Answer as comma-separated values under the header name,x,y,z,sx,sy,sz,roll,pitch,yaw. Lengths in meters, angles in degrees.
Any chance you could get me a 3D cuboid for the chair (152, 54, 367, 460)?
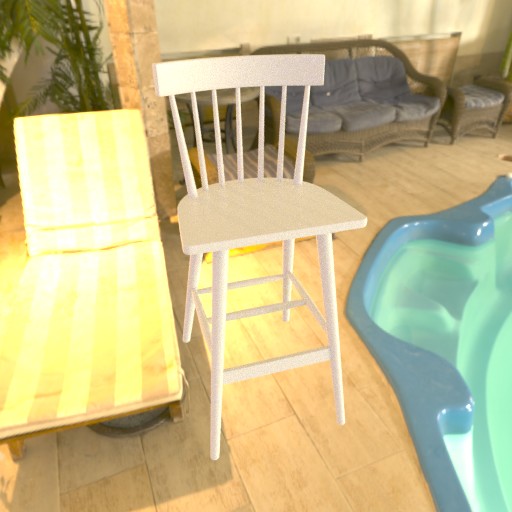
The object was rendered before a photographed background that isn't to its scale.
name,x,y,z,sx,sy,sz,roll,pitch,yaw
chair,0.000,0.000,1.370,0.483,1.092,0.572,-9,34,-14
